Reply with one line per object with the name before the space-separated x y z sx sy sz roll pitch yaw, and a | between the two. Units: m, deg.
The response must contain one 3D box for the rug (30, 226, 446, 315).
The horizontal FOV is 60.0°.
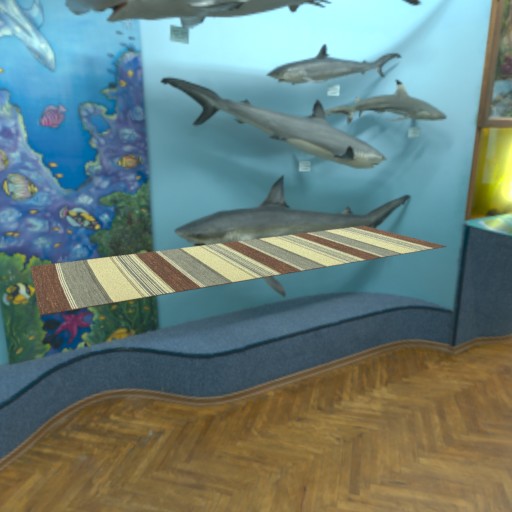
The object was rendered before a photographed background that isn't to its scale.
rug | 0.000 0.000 2.703 2.437 0.006 0.792 -8 17 -28
